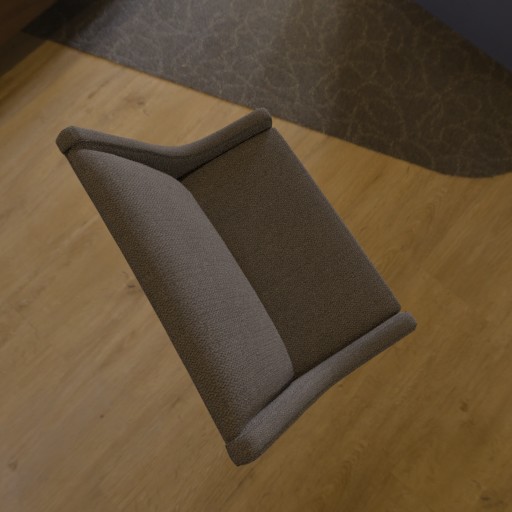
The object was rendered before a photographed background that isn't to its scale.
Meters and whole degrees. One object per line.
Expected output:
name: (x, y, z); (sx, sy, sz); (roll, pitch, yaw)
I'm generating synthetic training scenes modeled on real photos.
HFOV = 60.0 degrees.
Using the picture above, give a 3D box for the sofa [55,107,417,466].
sofa: (0.000, 0.000, 1.891); (0.873, 1.022, 1.242); (-31, 77, -8)
